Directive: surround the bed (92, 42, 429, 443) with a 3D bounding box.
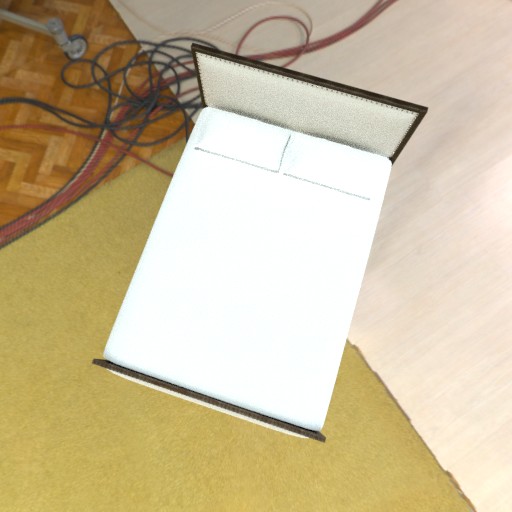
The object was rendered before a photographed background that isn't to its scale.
[{"bbox_3d":[0.000,0.000,3.263,1.607,1.313,2.221,17,76,4],"label":"bed"}]
